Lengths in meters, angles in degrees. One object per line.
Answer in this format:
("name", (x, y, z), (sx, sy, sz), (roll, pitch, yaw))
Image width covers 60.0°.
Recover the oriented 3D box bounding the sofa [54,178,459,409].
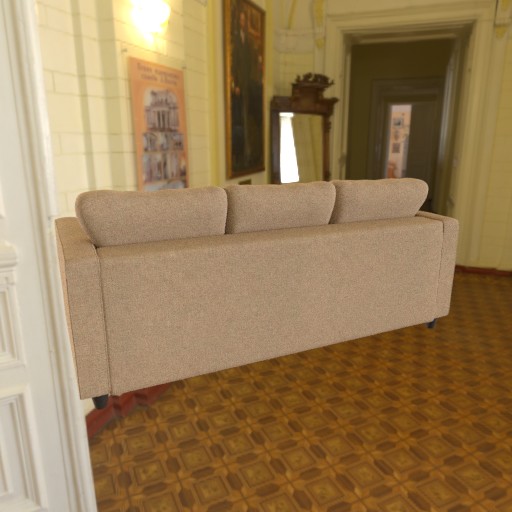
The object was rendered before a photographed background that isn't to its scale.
("sofa", (0.000, 0.000, 2.297), (1.855, 0.800, 0.930), (-7, 16, -25))
